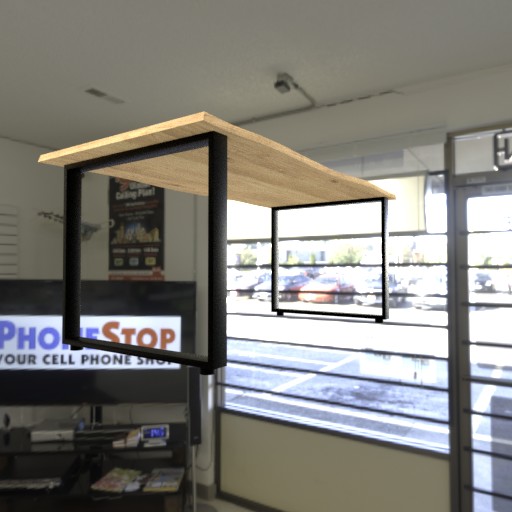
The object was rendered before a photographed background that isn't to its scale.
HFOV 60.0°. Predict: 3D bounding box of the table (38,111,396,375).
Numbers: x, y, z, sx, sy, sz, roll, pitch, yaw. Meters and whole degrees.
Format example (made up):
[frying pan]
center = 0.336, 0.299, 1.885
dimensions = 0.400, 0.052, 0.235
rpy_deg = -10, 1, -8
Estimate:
[table]
center = 0.000, 0.000, 2.245
dimensions = 0.900, 0.780, 1.800
rpy_deg = -1, -2, 35
